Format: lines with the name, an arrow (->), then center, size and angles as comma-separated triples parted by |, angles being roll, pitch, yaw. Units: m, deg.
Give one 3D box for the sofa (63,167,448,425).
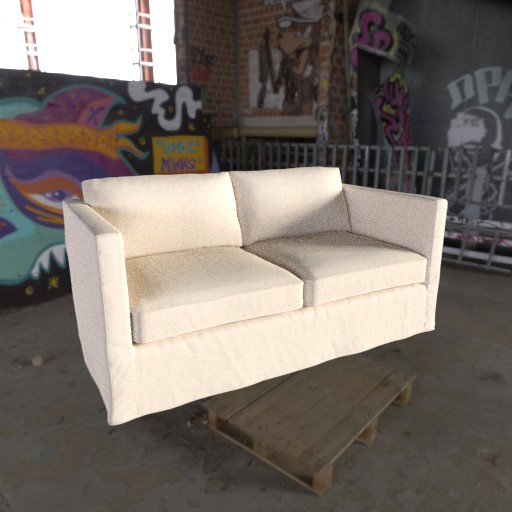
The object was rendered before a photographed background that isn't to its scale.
sofa -> 0.000, 0.000, 2.303 | 1.746, 0.834, 0.962 | -8, 18, -28
